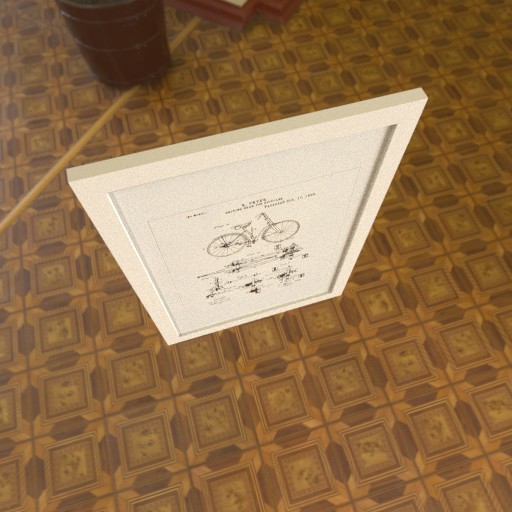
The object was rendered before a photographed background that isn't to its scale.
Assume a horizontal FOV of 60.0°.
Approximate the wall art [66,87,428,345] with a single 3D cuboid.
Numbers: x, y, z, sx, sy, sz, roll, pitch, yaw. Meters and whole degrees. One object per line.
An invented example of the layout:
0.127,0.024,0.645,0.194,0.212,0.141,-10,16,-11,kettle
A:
0.000,0.000,0.605,0.332,0.477,0.015,-15,63,-8,wall art
